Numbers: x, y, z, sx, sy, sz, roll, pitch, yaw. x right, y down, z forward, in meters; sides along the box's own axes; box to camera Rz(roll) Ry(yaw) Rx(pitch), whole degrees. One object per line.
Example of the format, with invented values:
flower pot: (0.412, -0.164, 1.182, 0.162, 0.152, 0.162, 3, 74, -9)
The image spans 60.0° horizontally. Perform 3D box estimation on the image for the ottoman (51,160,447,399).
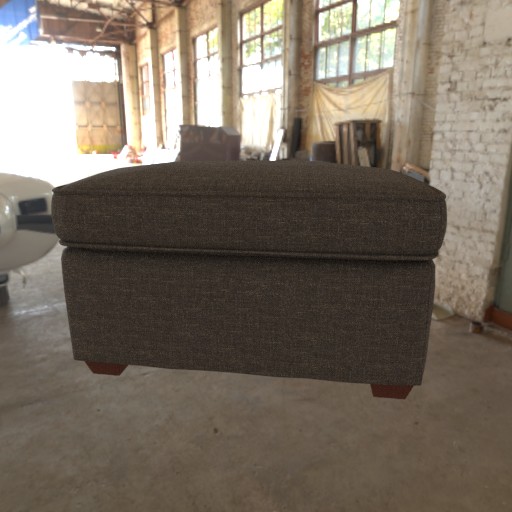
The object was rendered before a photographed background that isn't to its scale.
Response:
ottoman: (0.000, 0.000, 1.076, 0.749, 0.450, 0.549, 2, 15, 8)
